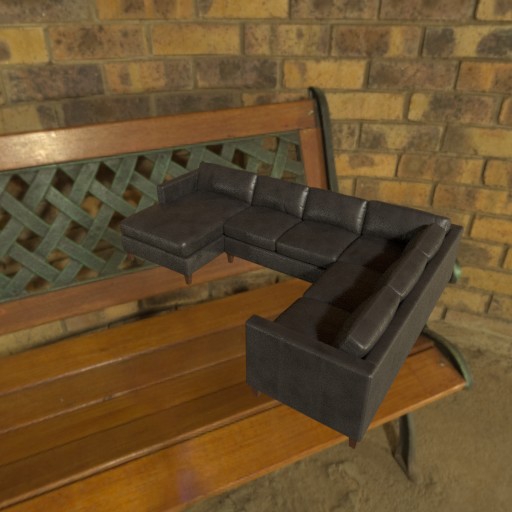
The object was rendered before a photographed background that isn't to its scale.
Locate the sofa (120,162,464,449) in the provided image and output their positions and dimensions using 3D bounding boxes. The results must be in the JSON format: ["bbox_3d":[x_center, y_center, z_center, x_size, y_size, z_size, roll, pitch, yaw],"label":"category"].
[{"bbox_3d":[0.000,0.000,4.462,3.324,0.891,2.452,19,35,29],"label":"sofa"}]
